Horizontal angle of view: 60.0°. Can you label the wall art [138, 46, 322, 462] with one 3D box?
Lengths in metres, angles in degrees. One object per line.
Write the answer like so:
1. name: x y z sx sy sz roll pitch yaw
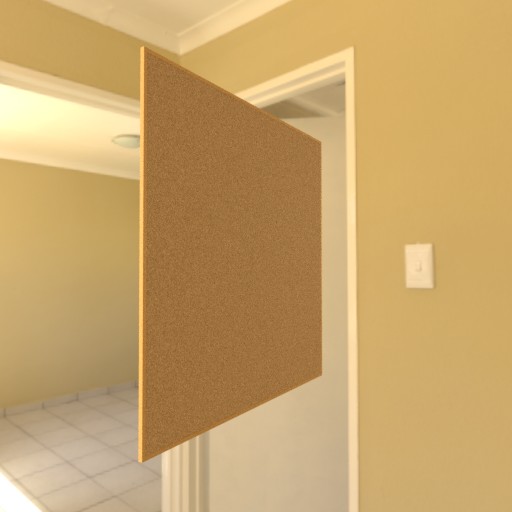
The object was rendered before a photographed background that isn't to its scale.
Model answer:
1. wall art: 0.000 0.000 1.425 0.013 0.959 0.962 -1 -1 33
